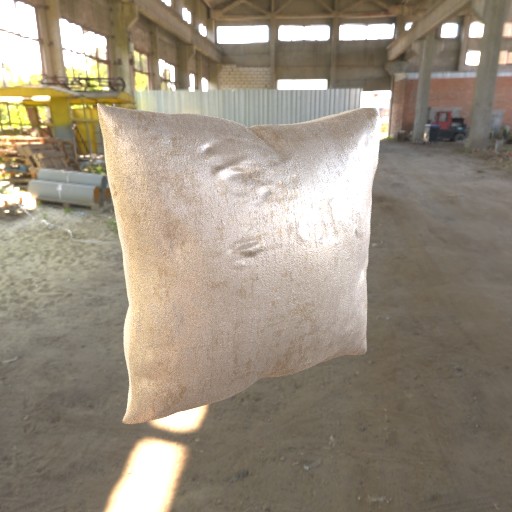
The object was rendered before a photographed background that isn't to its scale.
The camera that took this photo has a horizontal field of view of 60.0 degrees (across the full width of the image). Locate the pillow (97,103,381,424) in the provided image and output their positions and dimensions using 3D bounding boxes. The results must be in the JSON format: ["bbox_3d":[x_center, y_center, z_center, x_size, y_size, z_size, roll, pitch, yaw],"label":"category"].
[{"bbox_3d":[0.000,0.000,0.694,0.450,0.448,0.245,-8,18,-26],"label":"pillow"}]
